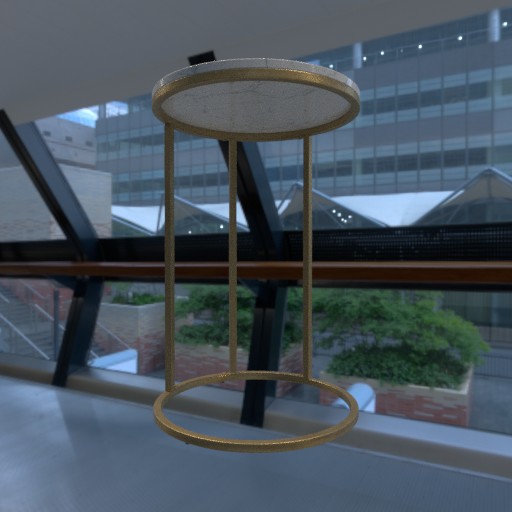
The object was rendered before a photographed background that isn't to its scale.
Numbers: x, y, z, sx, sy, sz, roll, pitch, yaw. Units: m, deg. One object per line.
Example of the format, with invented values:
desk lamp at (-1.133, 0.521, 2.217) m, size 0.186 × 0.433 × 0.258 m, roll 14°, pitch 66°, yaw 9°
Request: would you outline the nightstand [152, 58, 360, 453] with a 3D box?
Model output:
nightstand at (0.000, 0.000, 0.881) m, size 0.400 × 0.610 × 0.400 m, roll 0°, pitch 1°, yaw -17°
